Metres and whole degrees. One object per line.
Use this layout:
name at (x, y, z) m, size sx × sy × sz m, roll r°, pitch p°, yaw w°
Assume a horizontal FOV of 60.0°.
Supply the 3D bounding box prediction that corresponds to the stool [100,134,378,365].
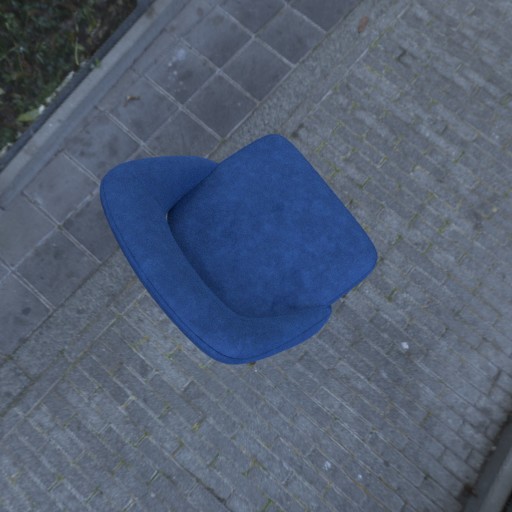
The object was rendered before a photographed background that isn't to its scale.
stool at (0.000, 0.000, 1.254) m, size 0.524 × 0.925 × 0.536 m, roll -35°, pitch 78°, yaw -8°
